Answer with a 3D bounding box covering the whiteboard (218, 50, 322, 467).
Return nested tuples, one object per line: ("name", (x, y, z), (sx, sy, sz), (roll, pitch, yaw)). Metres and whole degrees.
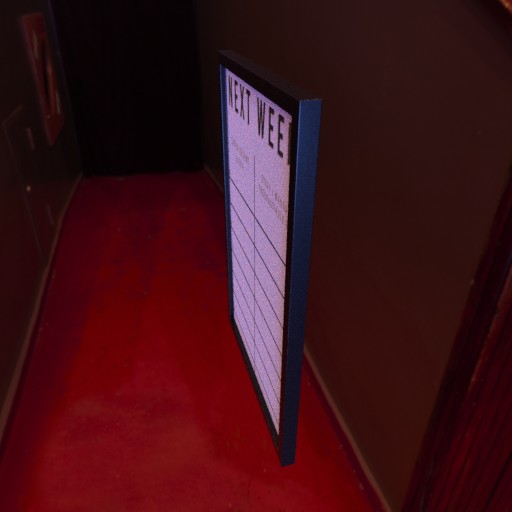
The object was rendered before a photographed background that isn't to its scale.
("whiteboard", (0.000, 0.000, 0.772), (0.026, 0.611, 0.406), (-8, 33, -13))
